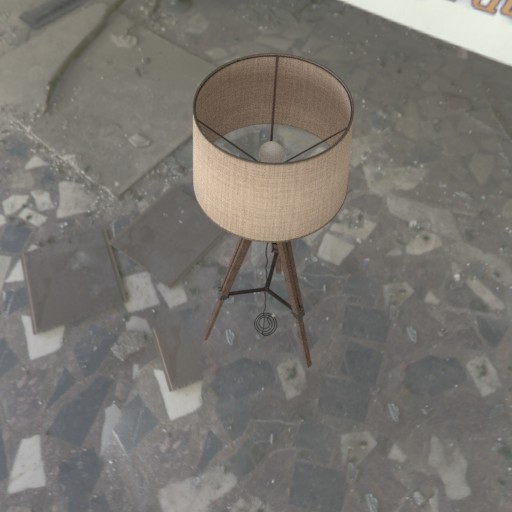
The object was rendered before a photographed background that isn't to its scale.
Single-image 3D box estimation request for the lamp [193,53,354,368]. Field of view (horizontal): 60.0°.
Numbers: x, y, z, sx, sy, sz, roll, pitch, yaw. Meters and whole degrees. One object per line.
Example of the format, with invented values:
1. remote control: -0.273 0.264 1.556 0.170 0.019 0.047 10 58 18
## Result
1. lamp: 0.000 0.000 1.801 0.587 1.510 0.604 -13 60 -8
